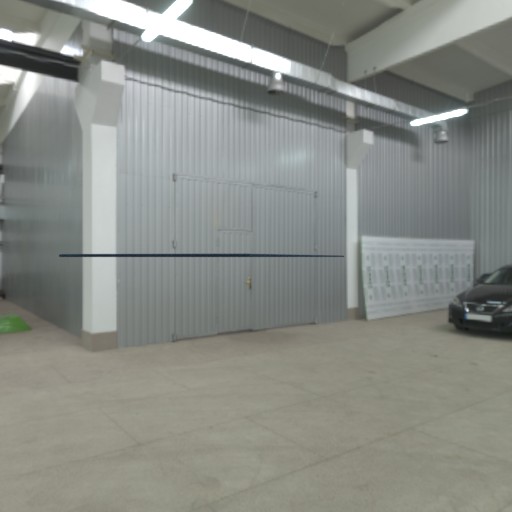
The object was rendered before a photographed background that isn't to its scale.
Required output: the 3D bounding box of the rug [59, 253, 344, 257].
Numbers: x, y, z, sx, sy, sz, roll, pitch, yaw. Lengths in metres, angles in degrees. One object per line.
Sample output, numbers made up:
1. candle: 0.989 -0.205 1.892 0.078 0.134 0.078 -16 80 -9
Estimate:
1. rug: 0.000 0.000 2.714 0.769 0.012 2.448 0 0 18
